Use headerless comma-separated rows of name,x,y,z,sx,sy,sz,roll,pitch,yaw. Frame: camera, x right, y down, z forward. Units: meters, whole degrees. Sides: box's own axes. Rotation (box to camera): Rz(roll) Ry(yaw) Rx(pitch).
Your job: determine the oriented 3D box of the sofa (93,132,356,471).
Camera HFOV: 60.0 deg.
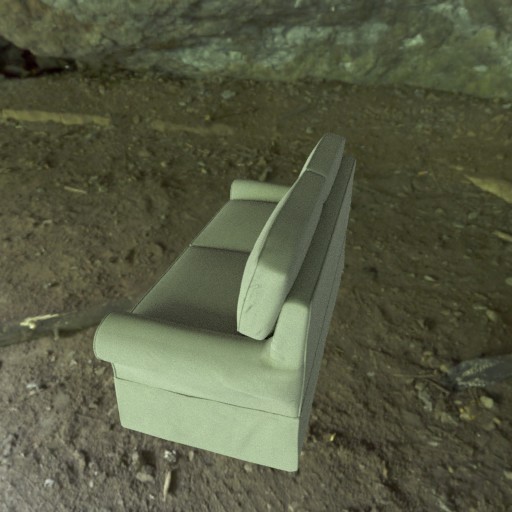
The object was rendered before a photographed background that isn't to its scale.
sofa,0.000,0.000,2.367,0.841,1.024,1.823,8,31,14
